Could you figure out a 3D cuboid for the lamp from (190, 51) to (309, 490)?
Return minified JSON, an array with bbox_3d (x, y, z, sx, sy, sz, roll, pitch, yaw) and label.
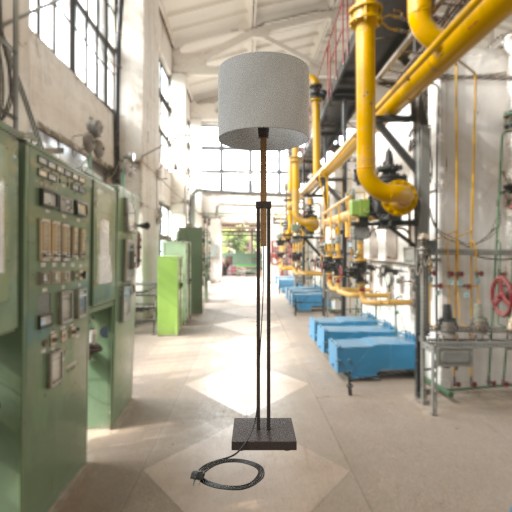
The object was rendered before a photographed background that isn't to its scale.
[{"bbox_3d":[0.000,0.000,1.874,0.474,1.650,0.639,0,0,0],"label":"lamp"}]
